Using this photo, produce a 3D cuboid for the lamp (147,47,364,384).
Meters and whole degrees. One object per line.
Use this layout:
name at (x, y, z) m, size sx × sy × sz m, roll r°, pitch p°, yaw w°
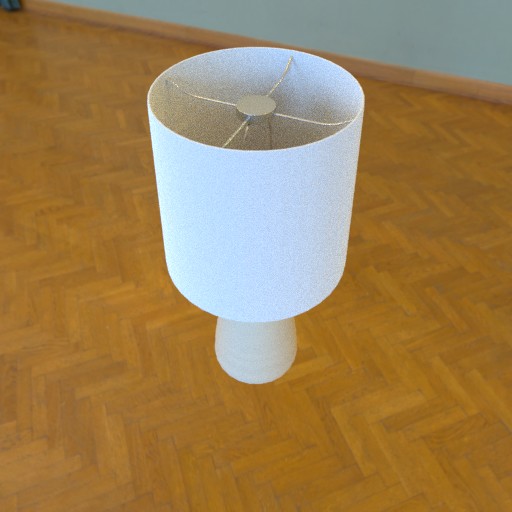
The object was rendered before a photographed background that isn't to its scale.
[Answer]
lamp at (0.000, 0.000, 0.473) m, size 0.186 × 0.369 × 0.186 m, roll 0°, pitch 47°, yaw 0°
